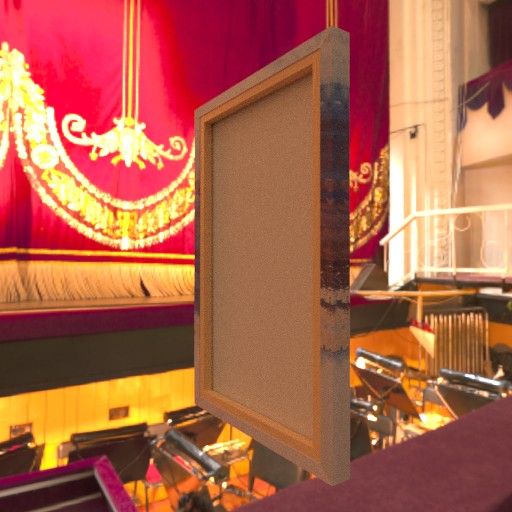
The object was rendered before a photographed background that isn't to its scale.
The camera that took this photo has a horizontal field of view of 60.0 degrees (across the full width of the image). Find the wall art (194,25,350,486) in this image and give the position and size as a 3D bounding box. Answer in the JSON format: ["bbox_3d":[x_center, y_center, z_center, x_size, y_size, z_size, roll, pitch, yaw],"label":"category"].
[{"bbox_3d":[0.000,0.000,1.095,0.048,0.874,0.583,0,-1,-34],"label":"wall art"}]
